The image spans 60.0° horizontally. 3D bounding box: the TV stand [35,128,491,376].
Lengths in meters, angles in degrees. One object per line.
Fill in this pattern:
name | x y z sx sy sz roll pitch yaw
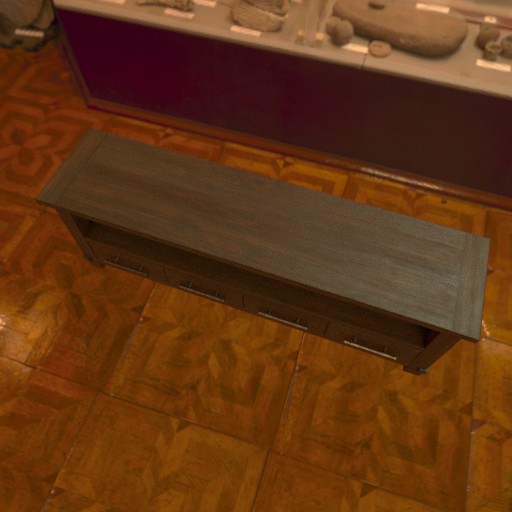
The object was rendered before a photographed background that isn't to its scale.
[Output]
TV stand | 0.000 0.000 2.116 1.866 0.615 0.471 17 61 10
